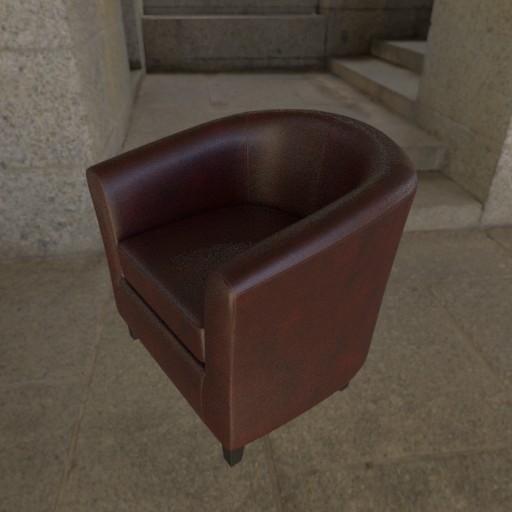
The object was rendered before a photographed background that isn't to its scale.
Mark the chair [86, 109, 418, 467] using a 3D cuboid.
[{"bbox_3d":[0.000,0.000,1.374,0.727,0.756,0.792,-22,38,-31],"label":"chair"}]
